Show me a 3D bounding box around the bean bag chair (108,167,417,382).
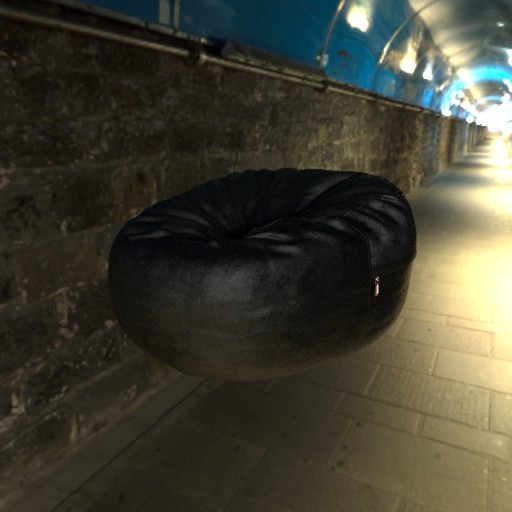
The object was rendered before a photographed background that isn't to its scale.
[{"bbox_3d":[0.000,0.000,2.424,1.524,0.878,1.524,15,22,41],"label":"bean bag chair"}]
